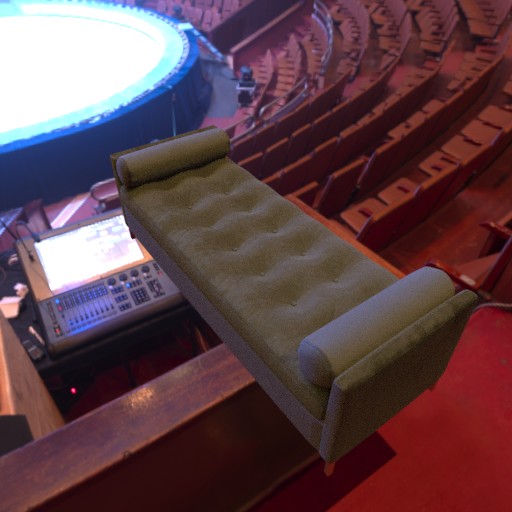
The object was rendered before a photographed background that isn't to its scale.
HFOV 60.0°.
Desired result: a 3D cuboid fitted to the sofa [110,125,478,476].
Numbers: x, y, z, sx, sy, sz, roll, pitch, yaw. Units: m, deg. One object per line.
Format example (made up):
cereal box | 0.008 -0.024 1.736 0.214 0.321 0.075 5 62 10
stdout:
sofa | 0.000 0.000 2.478 0.796 0.705 2.102 -25 46 -27
